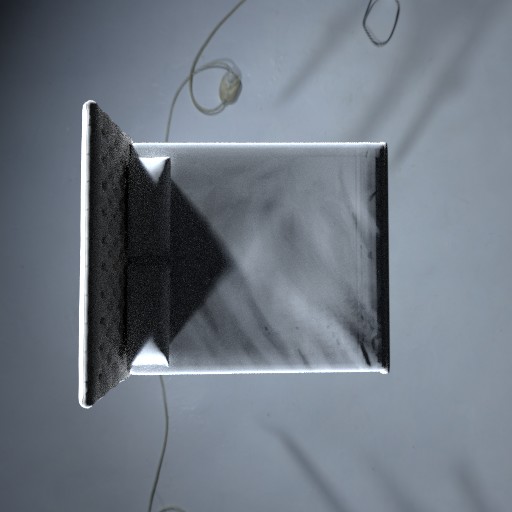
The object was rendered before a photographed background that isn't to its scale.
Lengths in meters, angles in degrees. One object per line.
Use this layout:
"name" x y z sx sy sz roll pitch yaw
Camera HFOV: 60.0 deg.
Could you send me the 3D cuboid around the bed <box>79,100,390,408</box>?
"bed" 0.000 0.000 3.666 2.387 1.427 2.078 0 88 0
